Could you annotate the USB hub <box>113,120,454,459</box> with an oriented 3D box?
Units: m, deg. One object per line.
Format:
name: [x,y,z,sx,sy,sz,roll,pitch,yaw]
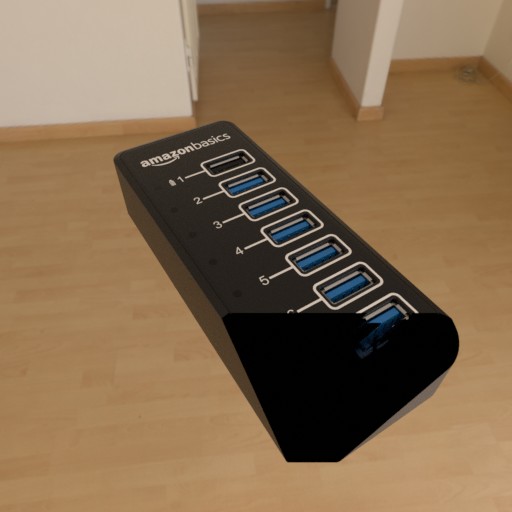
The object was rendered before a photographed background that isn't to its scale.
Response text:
USB hub: [0.000,0.000,0.128,0.044,0.023,0.110,-24,52,-21]
